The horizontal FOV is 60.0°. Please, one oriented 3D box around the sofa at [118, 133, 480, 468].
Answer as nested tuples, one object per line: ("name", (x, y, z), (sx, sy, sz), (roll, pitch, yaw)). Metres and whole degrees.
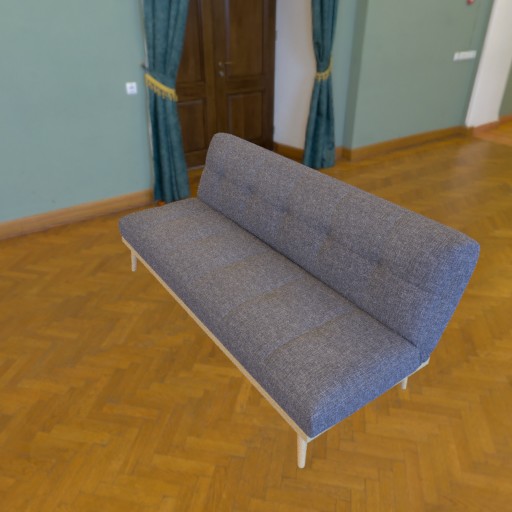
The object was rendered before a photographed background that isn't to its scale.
("sofa", (0.000, 0.000, 2.249), (0.820, 0.770, 1.820), (-20, 36, -29))
